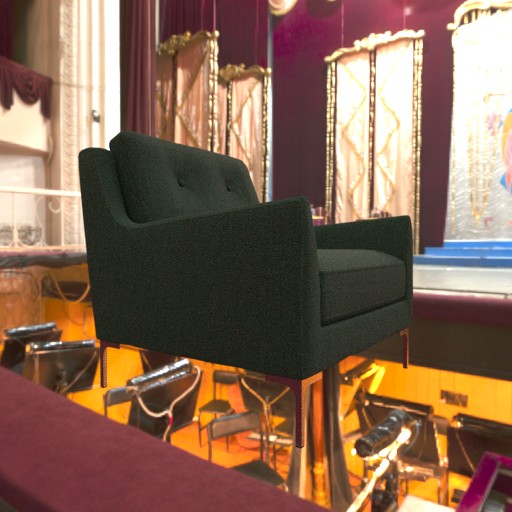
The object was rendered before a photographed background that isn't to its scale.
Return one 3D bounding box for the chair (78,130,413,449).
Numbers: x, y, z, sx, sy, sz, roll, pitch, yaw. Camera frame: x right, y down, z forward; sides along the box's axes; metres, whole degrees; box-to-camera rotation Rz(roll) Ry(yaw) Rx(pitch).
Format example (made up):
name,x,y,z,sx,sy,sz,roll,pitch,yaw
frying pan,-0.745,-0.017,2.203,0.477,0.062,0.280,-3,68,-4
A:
name,x,y,z,sx,sy,sz,roll,pitch,yaw
chair,0.000,0.000,1.531,0.849,0.828,0.847,1,2,35
